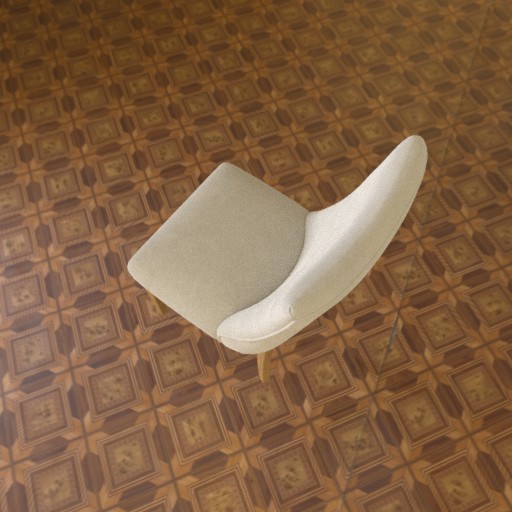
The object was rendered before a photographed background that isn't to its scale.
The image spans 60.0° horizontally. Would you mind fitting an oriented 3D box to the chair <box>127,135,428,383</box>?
[{"bbox_3d":[0.000,0.000,1.267,0.610,0.902,0.495,33,68,15],"label":"chair"}]
